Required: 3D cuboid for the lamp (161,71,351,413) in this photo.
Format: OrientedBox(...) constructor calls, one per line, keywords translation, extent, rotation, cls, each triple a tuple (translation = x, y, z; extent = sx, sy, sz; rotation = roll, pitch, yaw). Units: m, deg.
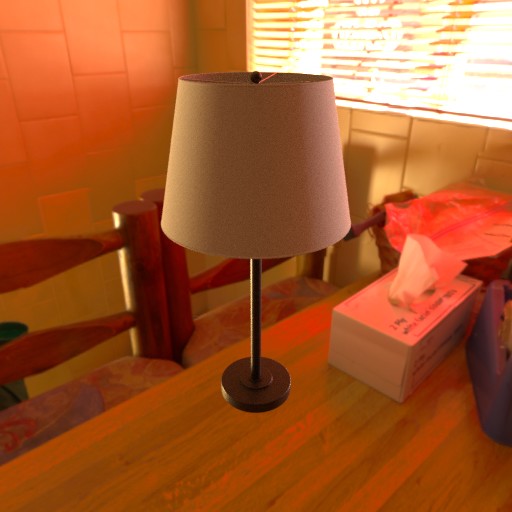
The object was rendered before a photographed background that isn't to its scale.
OrientedBox(translation=(0.000, 0.000, 0.901), extent=(0.363, 0.696, 0.363), rotation=(0, 26, 0), cls="lamp")
